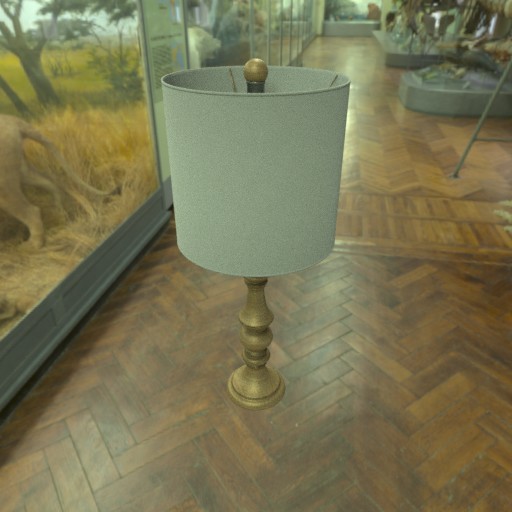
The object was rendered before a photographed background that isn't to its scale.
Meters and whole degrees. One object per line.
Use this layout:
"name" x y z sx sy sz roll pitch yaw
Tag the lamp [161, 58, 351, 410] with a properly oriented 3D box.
"lamp" 0.000 0.000 0.730 0.250 0.597 0.250 -10 31 -17
